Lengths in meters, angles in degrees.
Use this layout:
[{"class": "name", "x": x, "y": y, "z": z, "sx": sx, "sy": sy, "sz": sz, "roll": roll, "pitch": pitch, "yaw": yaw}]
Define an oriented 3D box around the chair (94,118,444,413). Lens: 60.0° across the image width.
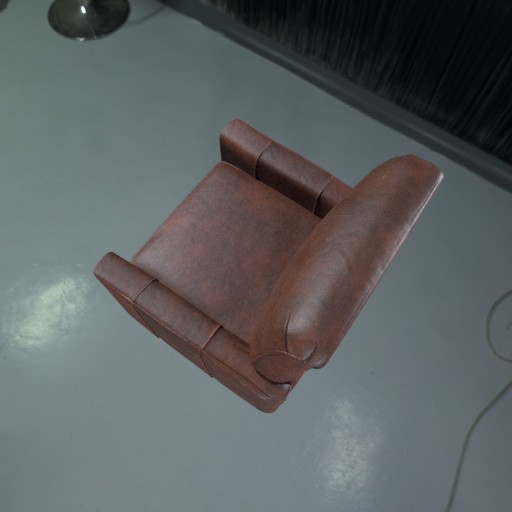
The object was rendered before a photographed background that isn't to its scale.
[{"class": "chair", "x": 0.000, "y": 0.000, "z": 1.646, "sx": 0.836, "sy": 1.043, "sz": 0.843, "roll": 32, "pitch": 69, "yaw": 14}]
